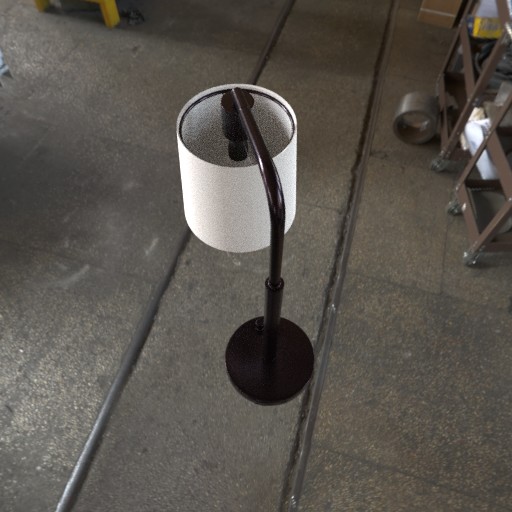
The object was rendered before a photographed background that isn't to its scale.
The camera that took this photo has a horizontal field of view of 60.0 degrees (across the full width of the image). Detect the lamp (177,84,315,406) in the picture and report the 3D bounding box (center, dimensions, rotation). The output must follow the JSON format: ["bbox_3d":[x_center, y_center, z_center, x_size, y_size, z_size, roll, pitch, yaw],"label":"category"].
[{"bbox_3d":[0.000,0.000,0.666,0.171,0.489,0.333,-15,59,-9],"label":"lamp"}]
